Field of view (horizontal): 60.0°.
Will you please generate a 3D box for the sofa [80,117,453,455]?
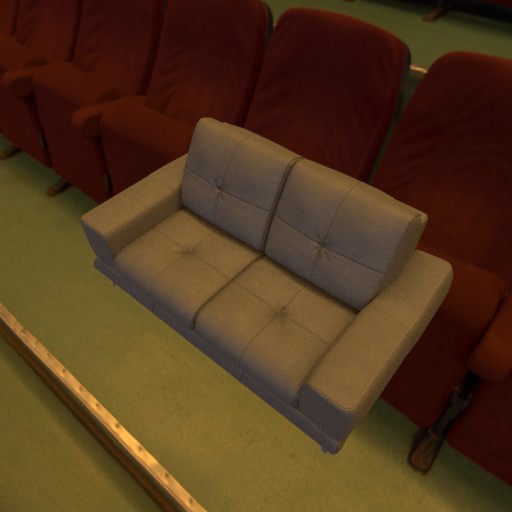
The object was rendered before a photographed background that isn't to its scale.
[{"bbox_3d":[0.000,0.000,2.391,1.806,0.907,1.018,31,54,26],"label":"sofa"}]
